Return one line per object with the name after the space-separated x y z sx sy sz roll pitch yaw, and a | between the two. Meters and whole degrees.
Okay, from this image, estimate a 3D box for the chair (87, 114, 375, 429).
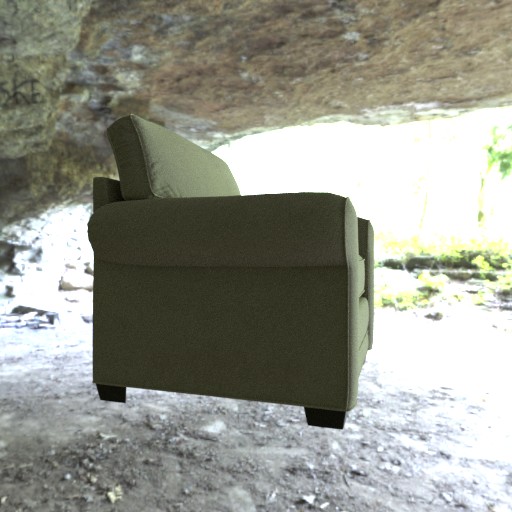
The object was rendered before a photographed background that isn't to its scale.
0.000 0.000 1.908 0.939 1.044 1.147 0 0 18 | chair
